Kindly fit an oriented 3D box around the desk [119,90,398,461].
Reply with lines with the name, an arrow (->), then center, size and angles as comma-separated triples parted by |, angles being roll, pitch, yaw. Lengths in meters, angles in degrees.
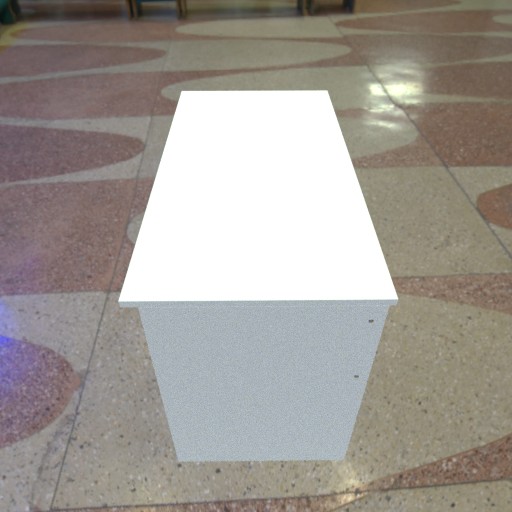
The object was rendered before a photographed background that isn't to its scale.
desk -> 0.000, 0.000, 1.537 | 0.560, 0.730, 1.096 | 0, 41, 0
